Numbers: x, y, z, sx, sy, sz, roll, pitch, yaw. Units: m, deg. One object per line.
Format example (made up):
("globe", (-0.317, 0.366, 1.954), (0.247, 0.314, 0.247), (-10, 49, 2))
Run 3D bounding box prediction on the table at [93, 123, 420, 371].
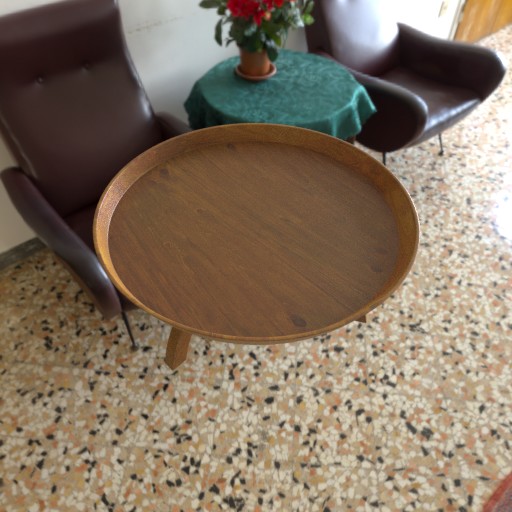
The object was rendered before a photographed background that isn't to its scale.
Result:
("table", (0.000, 0.000, 1.587), (1.016, 0.470, 1.016), (0, 48, 0))
